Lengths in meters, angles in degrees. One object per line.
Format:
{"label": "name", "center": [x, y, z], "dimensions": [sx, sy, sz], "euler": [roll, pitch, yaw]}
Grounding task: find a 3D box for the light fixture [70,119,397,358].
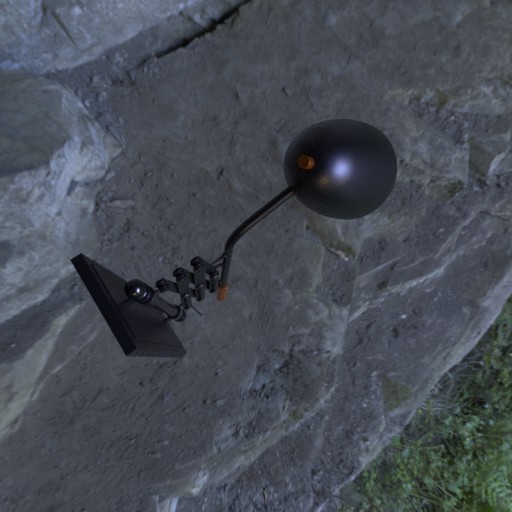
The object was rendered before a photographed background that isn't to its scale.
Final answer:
{"label": "light fixture", "center": [0.000, 0.000, 0.901], "dimensions": [0.499, 0.715, 0.162], "euler": [-33, 79, -7]}
